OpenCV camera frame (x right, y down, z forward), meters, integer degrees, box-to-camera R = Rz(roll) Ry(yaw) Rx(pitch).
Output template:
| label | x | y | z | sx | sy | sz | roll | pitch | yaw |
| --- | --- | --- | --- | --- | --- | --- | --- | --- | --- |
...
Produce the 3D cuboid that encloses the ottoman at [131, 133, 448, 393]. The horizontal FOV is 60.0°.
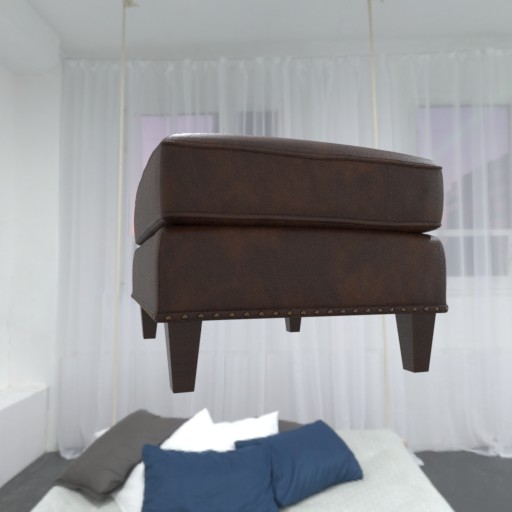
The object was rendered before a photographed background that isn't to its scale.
| label | x | y | z | sx | sy | sz | roll | pitch | yaw |
| --- | --- | --- | --- | --- | --- | --- | --- | --- | --- |
| ottoman | 0.000 | 0.000 | 1.141 | 0.586 | 0.486 | 0.742 | 1 | -2 | -18 |
